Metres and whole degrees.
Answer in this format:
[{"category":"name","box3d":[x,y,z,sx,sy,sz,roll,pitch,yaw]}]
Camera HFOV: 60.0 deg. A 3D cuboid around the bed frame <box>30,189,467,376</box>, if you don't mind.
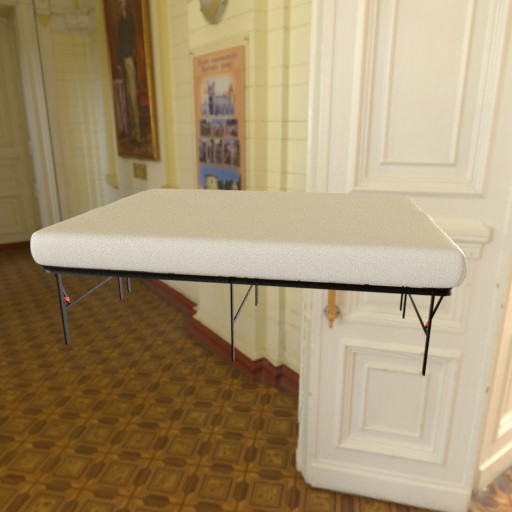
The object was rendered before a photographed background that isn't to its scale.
[{"category":"bed frame","box3d":[0.000,0.000,2.871,2.151,0.667,1.584,3,17,9]}]
